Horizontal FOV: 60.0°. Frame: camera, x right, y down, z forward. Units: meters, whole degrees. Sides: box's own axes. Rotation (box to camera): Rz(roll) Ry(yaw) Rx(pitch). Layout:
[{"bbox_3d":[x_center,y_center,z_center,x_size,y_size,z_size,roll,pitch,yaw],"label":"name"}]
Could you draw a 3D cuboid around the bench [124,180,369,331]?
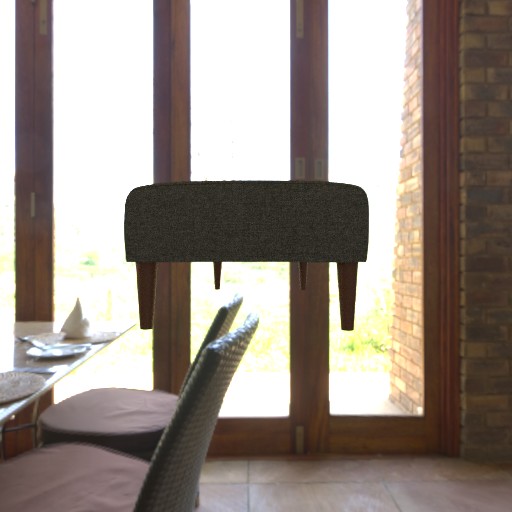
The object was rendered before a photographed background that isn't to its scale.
[{"bbox_3d":[0.000,0.000,1.865,0.631,0.384,1.598,0,-1,2],"label":"bench"}]
